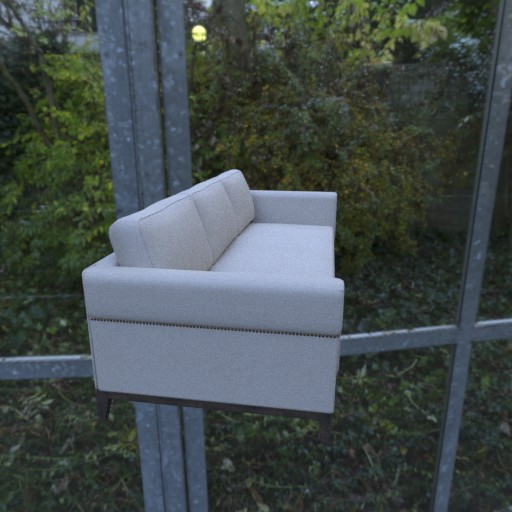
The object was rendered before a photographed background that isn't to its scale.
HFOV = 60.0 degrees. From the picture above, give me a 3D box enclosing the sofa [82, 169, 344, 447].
[{"bbox_3d":[0.000,0.000,2.653,0.959,0.838,2.210,3,17,9],"label":"sofa"}]
